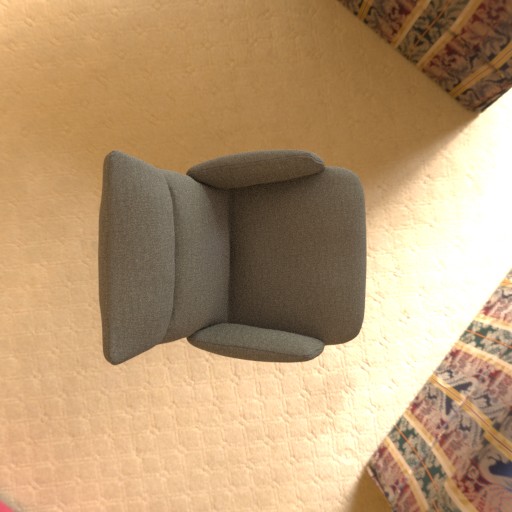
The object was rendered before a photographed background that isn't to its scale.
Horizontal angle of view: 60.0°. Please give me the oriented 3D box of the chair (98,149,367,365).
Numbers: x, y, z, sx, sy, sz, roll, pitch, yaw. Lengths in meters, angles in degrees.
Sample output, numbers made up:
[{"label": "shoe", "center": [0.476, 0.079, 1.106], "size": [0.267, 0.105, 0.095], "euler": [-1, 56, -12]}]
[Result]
[{"label": "chair", "center": [0.000, 0.000, 1.566], "size": [0.831, 0.984, 0.702], "euler": [0, 90, 0]}]
